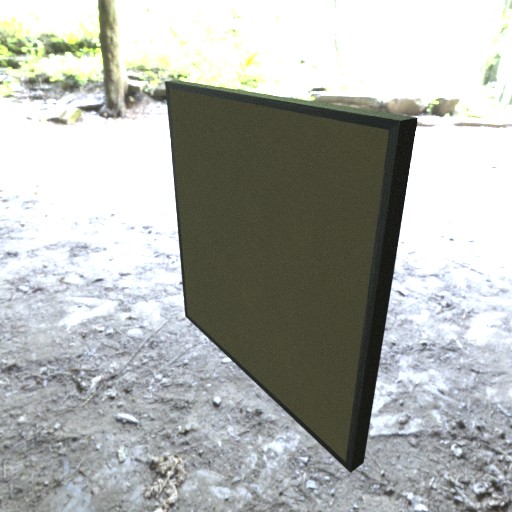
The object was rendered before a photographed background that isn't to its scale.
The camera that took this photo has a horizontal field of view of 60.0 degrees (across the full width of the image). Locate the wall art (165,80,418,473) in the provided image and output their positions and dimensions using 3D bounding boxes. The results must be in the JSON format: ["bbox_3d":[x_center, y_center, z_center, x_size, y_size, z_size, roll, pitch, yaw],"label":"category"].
[{"bbox_3d":[0.000,0.000,1.100,0.043,0.758,0.762,-18,32,-32],"label":"wall art"}]
